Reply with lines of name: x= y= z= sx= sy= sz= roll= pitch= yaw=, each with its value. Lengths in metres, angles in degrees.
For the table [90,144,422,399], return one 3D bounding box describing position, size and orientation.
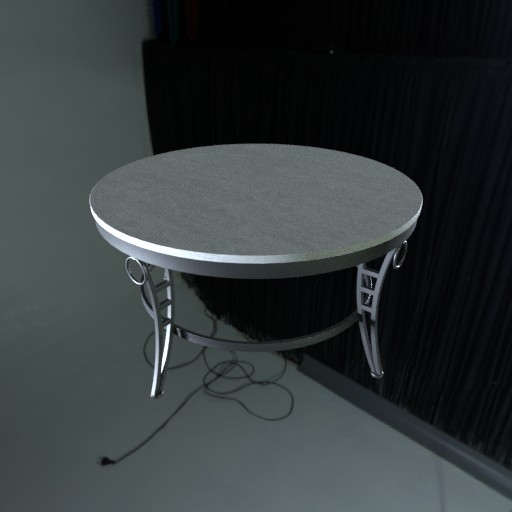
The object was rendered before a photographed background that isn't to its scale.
table: x=0.000 y=0.000 z=1.357 sx=0.889 sy=0.470 sz=0.889 roll=0 pitch=28 yaw=0
